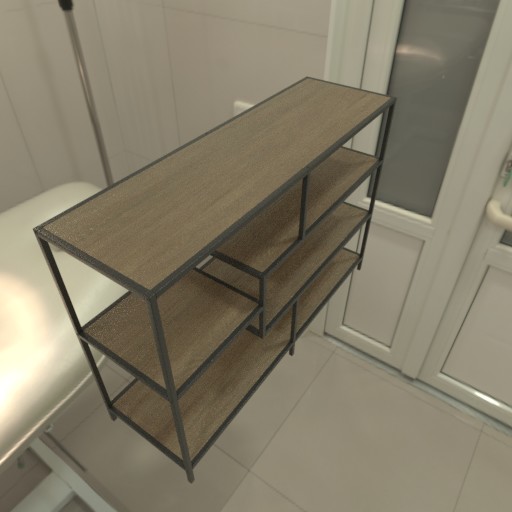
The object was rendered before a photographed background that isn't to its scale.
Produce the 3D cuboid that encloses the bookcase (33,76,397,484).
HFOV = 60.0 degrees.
[{"bbox_3d":[0.000,0.000,1.465,0.350,0.780,1.140,25,47,26],"label":"bookcase"}]
